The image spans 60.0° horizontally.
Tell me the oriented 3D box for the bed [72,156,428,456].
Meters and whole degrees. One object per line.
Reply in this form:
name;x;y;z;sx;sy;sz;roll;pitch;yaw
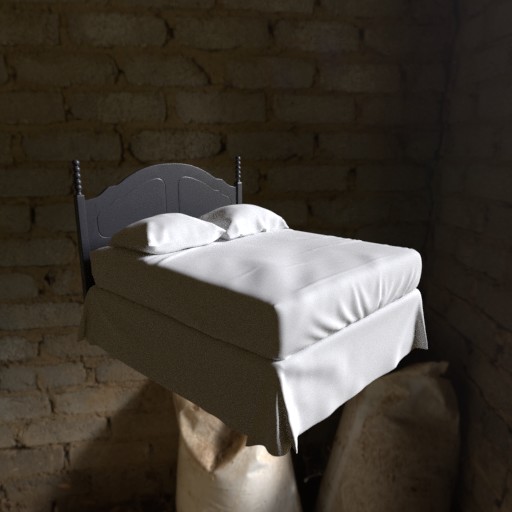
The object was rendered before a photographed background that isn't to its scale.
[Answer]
bed;0.000;0.000;3.189;2.040;1.356;1.873;13;19;42
